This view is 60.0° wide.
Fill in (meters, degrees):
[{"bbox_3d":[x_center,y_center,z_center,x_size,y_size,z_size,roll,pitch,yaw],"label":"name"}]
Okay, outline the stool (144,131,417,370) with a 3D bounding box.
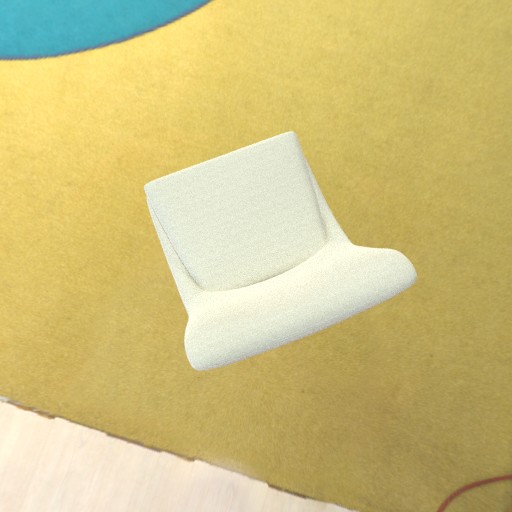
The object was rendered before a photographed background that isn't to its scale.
[{"bbox_3d":[0.000,0.000,1.299,0.483,0.991,0.559,-21,77,-5],"label":"stool"}]
